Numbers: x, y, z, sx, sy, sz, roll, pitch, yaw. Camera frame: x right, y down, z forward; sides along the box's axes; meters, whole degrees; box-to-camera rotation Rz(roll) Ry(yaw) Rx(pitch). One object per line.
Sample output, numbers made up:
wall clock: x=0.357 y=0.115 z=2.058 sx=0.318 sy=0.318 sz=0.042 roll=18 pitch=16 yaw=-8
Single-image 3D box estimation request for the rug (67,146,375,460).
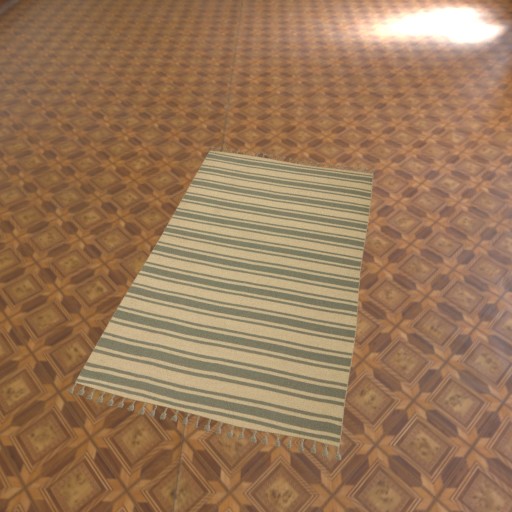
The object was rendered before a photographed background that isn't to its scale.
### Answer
rug: x=0.000 y=0.000 z=2.567 sx=1.222 sy=0.009 sz=2.084 roll=10 pitch=47 yaw=10
